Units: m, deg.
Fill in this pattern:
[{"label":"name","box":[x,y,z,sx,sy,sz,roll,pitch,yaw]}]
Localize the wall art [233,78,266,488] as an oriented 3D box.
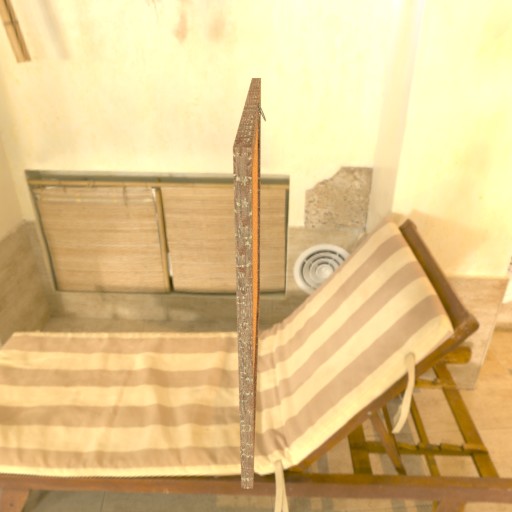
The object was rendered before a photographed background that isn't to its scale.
[{"label":"wall art","box":[0.000,0.000,0.567,0.022,0.380,0.380,1,29,1]}]
